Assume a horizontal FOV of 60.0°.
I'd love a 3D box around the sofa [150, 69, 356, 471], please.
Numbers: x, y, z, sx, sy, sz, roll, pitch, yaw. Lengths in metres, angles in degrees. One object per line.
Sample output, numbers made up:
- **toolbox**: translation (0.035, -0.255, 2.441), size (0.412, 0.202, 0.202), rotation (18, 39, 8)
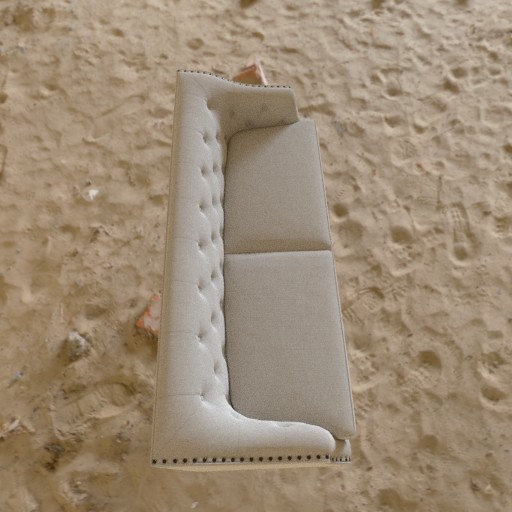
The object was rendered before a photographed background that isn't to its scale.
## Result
- **sofa**: translation (0.000, 0.000, 2.596), size (0.914, 0.901, 2.235), rotation (-2, 63, -1)
